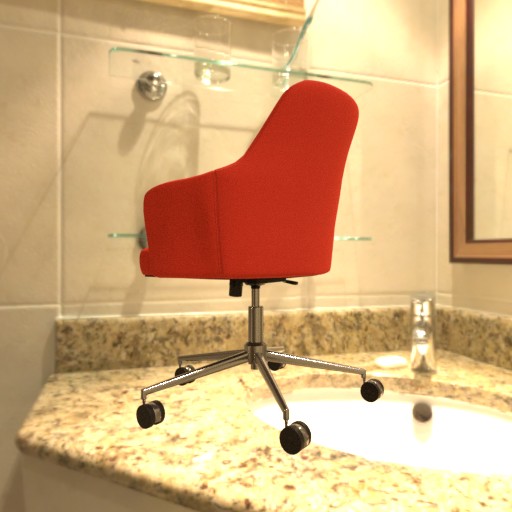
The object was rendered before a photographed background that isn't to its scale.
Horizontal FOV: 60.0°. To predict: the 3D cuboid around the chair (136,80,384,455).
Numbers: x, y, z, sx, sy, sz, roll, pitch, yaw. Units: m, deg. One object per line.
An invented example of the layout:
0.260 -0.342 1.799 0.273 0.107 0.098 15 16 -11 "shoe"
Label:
0.000 0.000 1.262 0.600 0.820 0.655 0 1 35 "chair"
